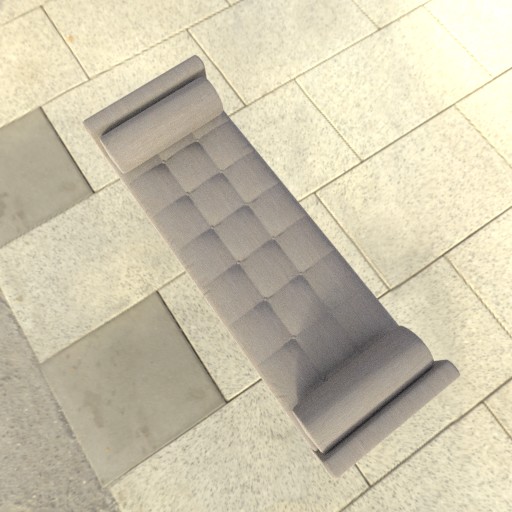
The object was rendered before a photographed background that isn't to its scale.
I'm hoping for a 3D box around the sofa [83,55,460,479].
[{"bbox_3d":[0.000,0.000,2.291,0.686,0.635,1.981,-35,77,-9],"label":"sofa"}]
